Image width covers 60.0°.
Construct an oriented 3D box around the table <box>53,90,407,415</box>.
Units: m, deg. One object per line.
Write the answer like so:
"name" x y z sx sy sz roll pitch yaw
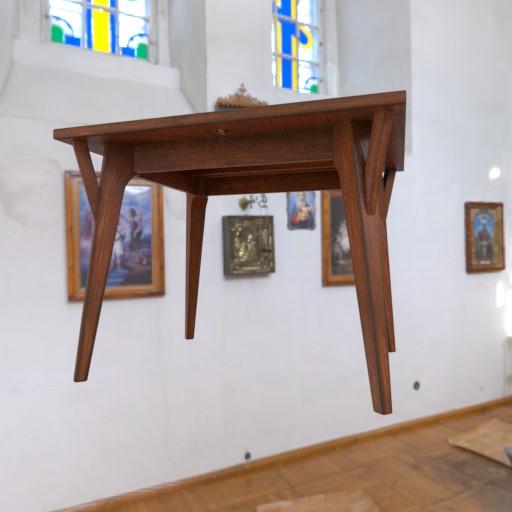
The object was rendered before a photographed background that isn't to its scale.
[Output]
"table" 0.000 0.000 1.555 0.991 0.761 0.838 0 0 18
